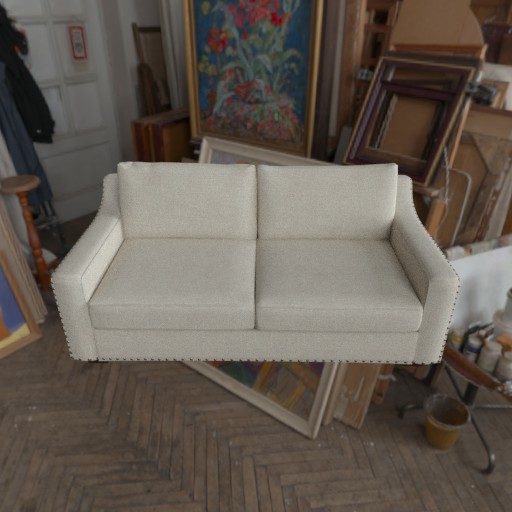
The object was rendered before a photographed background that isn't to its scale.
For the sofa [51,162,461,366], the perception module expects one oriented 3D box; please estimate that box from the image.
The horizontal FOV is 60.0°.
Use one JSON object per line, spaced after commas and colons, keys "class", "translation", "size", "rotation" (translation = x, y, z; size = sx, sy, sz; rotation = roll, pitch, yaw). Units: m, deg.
{"class": "sofa", "translation": [0.000, 0.000, 2.764], "size": [2.107, 0.983, 1.104], "rotation": [0, 30, 1]}
